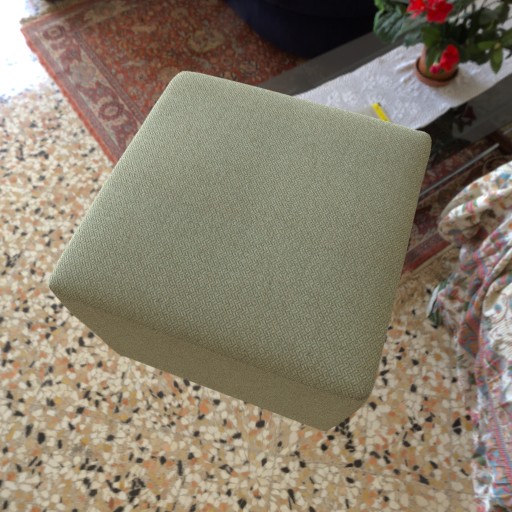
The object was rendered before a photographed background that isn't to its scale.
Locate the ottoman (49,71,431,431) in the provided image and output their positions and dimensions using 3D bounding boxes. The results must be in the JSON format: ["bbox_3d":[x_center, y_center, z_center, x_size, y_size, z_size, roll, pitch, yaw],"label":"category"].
[{"bbox_3d":[0.000,0.000,0.909,0.521,0.453,0.512,18,65,9],"label":"ottoman"}]
